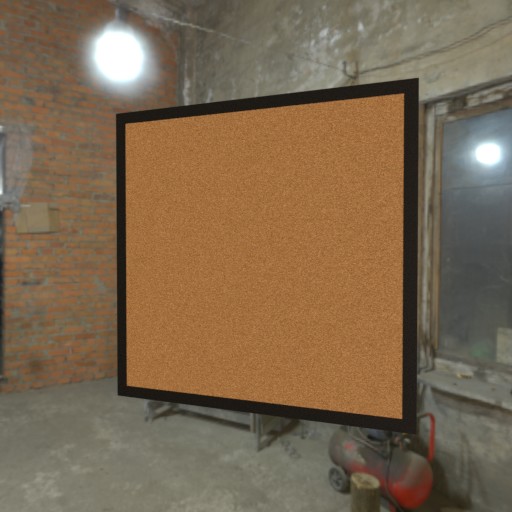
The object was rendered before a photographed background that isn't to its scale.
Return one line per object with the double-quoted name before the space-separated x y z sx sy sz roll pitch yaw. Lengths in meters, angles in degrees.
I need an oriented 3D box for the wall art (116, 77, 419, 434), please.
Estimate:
"wall art" 0.000 0.000 0.445 0.305 0.304 0.038 0 1 19
